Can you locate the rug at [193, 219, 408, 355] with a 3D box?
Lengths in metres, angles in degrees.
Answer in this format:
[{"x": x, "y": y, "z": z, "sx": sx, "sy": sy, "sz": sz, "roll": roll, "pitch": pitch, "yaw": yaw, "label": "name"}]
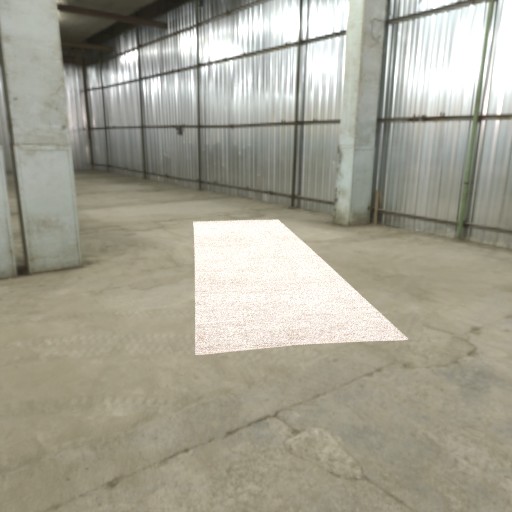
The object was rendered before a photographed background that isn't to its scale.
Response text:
[{"x": 0.000, "y": 0.000, "z": 2.552, "sx": 0.712, "sy": 0.013, "sz": 2.346, "roll": -2, "pitch": 15, "yaw": -8, "label": "rug"}]
